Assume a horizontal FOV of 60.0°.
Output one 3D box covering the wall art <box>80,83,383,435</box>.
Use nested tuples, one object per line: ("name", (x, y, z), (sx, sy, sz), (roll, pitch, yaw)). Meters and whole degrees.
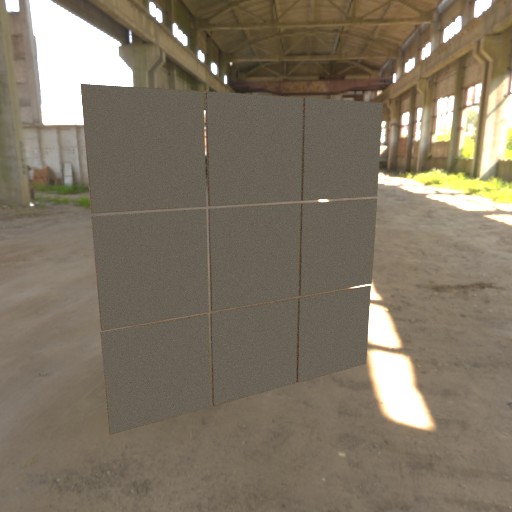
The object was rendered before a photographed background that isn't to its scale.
("wall art", (0.000, 0.000, 1.332), (0.919, 0.917, 0.010), (-7, 15, -27))
